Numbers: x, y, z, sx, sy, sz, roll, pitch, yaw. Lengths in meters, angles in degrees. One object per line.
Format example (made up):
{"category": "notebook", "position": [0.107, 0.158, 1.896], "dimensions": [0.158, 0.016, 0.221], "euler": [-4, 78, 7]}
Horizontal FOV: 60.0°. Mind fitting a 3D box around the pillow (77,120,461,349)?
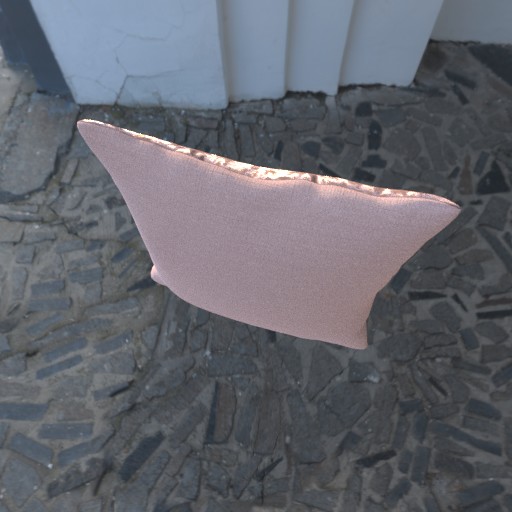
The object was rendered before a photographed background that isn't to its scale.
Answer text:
{"category": "pillow", "position": [0.000, 0.000, 0.717], "dimensions": [0.470, 0.464, 0.175], "euler": [16, 64, 8]}
